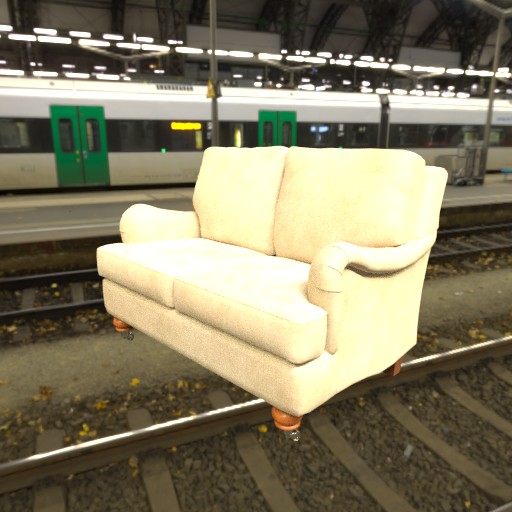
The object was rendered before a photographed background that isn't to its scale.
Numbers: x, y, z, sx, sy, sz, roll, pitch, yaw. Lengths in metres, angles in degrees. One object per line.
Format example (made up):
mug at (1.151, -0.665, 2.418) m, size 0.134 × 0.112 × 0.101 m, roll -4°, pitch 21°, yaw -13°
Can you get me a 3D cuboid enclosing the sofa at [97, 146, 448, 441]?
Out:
sofa at (0.000, 0.000, 2.274) m, size 1.086 × 1.087 × 1.498 m, roll -14°, pitch 20°, yaw -43°
